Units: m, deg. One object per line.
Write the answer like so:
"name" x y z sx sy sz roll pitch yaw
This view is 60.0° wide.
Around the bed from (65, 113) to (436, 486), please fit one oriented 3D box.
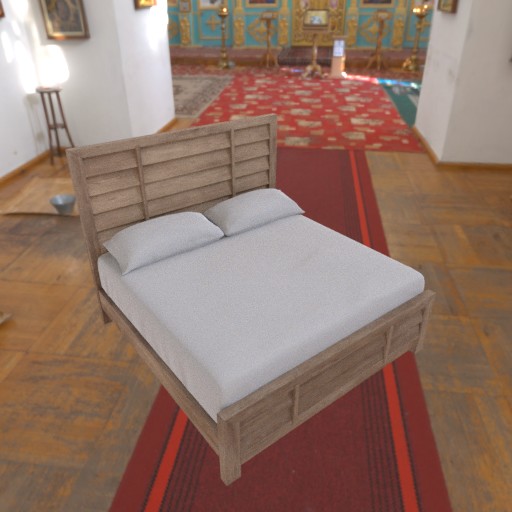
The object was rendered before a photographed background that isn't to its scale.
"bed" 0.000 0.000 3.562 2.032 1.626 2.062 -21 36 -32
